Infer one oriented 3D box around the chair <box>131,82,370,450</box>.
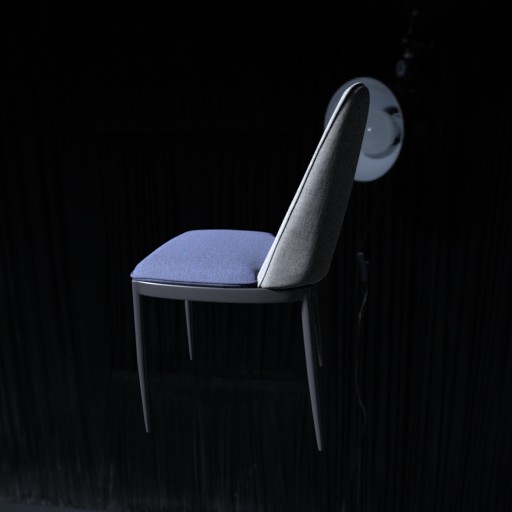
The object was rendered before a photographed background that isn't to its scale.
[{"bbox_3d":[0.000,0.000,1.204,0.550,0.855,0.488,2,14,8],"label":"chair"}]
